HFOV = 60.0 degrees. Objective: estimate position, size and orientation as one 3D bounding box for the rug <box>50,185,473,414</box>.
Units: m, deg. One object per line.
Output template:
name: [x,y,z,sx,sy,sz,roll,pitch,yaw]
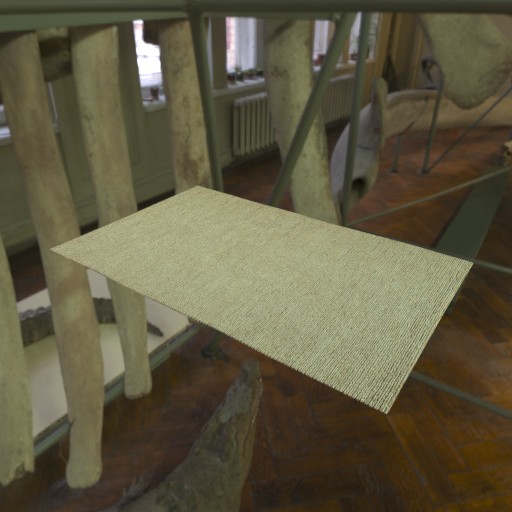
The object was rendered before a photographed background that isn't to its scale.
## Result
rug: [0.000,0.000,3.007,2.439,0.011,1.533,20,35,30]
